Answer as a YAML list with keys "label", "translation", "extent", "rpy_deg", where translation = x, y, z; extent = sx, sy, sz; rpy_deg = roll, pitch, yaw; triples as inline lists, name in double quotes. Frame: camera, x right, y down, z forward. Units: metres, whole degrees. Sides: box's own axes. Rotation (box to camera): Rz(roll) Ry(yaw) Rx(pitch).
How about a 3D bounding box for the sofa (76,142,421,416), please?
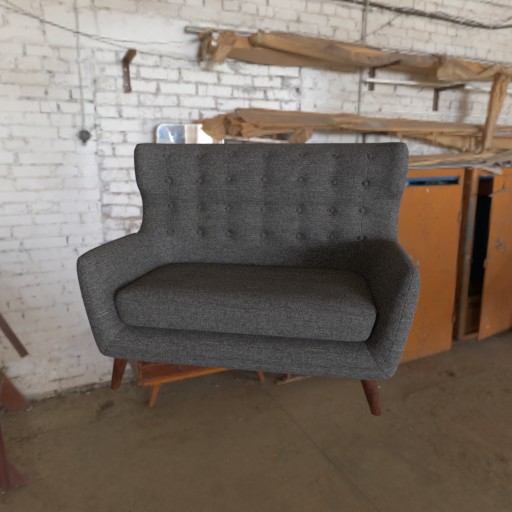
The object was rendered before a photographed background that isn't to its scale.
- label: "sofa"
  translation: [0.000, 0.000, 2.050]
  extent: [1.358, 1.028, 0.874]
  rpy_deg: [2, 13, 10]
